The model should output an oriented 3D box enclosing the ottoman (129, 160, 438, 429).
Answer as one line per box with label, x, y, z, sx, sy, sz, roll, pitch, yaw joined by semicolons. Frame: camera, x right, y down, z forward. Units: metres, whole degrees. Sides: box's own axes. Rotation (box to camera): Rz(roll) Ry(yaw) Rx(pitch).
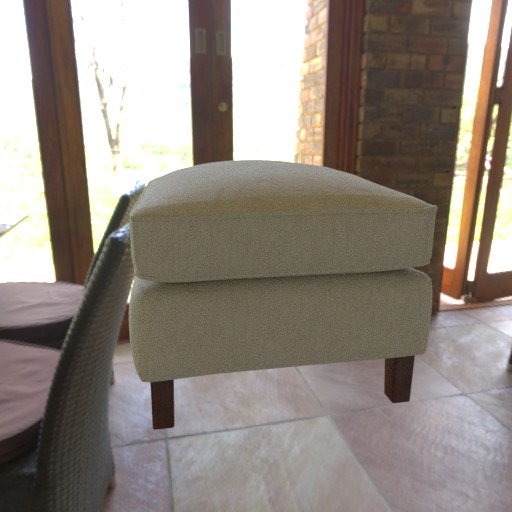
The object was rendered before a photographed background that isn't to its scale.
ottoman;0.000;0.000;0.964;0.501;0.406;0.665;-3;14;-10
